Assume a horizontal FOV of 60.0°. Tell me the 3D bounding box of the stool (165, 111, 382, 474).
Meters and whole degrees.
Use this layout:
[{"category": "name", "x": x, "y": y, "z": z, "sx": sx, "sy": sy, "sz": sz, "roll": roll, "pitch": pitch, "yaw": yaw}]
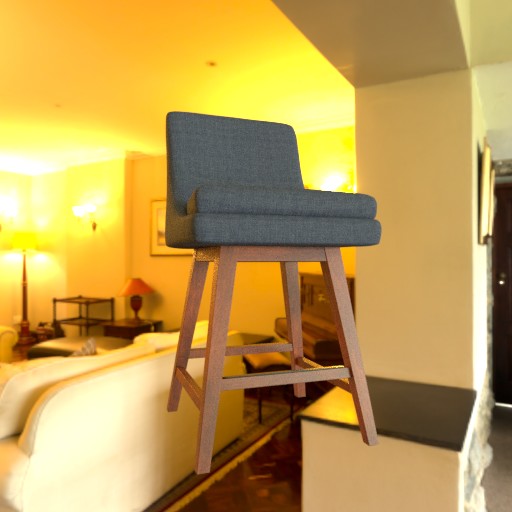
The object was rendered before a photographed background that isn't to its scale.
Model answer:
[{"category": "stool", "x": 0.000, "y": 0.000, "z": 1.204, "sx": 0.467, "sy": 0.895, "sz": 0.524, "roll": 0, "pitch": -1, "yaw": -20}]
